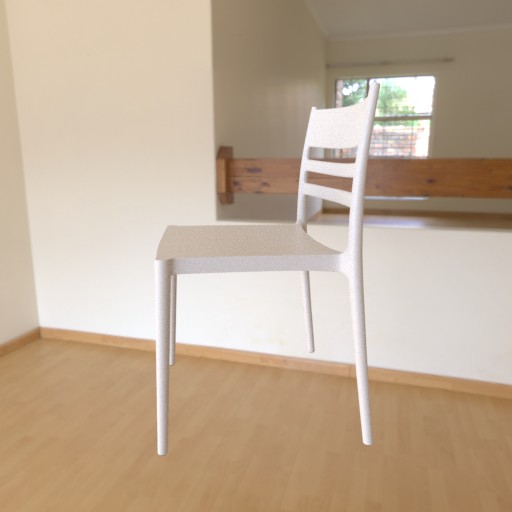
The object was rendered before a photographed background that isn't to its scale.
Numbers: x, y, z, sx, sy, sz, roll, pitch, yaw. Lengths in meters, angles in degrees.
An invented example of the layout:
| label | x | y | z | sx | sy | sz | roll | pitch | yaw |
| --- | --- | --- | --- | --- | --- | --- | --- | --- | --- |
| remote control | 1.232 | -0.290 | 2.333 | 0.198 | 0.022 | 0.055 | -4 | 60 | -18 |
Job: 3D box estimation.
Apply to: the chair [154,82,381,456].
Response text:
| label | x | y | z | sx | sy | sz | roll | pitch | yaw |
| --- | --- | --- | --- | --- | --- | --- | --- | --- | --- |
| chair | 0.000 | 0.000 | 1.164 | 0.511 | 0.800 | 0.531 | -2 | 13 | -8 |
